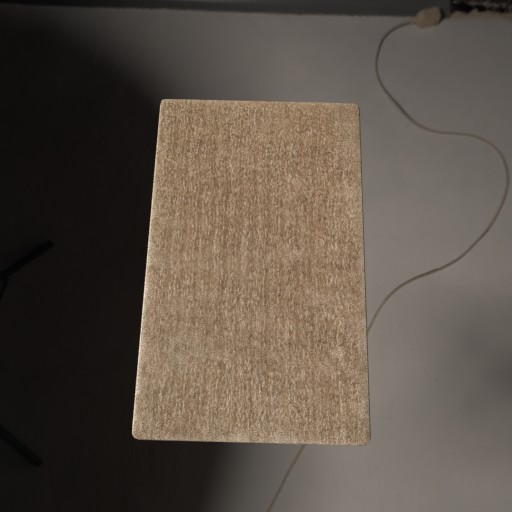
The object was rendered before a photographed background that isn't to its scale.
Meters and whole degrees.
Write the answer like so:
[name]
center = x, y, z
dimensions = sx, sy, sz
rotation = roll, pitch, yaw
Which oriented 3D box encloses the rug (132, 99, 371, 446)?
[rug]
center = 0.000, 0.000, 3.139
dimensions = 1.539, 0.024, 2.469
rotation = 1, 76, 0
